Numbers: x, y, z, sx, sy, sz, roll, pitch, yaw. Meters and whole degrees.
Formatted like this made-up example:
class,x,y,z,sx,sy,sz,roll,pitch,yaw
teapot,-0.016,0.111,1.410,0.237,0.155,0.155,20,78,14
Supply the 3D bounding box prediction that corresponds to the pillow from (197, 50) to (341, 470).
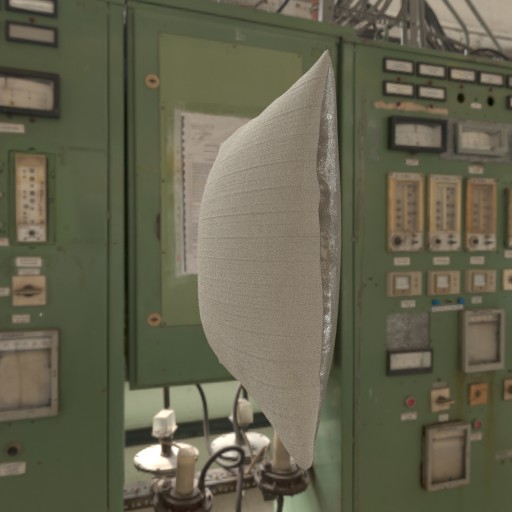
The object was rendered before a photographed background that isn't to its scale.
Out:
class,x,y,z,sx,sy,sz,roll,pitch,yaw
pillow,0.000,0.000,0.707,0.175,0.464,0.470,-1,2,-17
